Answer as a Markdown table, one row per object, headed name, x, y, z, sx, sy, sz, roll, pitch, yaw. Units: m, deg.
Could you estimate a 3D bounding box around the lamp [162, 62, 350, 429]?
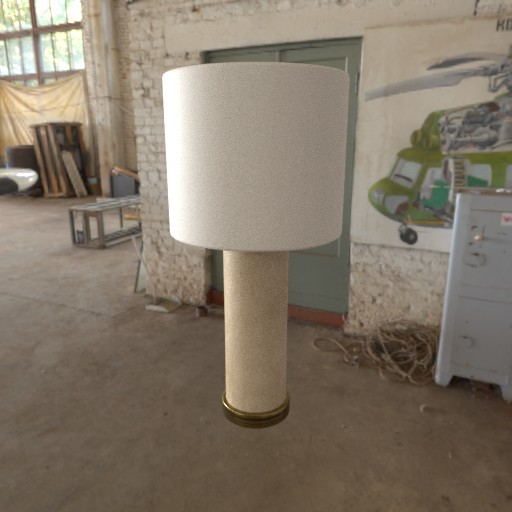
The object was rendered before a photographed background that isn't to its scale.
| name | x | y | z | sx | sy | sz | roll | pitch | yaw |
| --- | --- | --- | --- | --- | --- | --- | --- | --- | --- |
| lamp | 0.000 | 0.000 | 0.814 | 0.305 | 0.634 | 0.305 | -8 | 17 | -26 |
